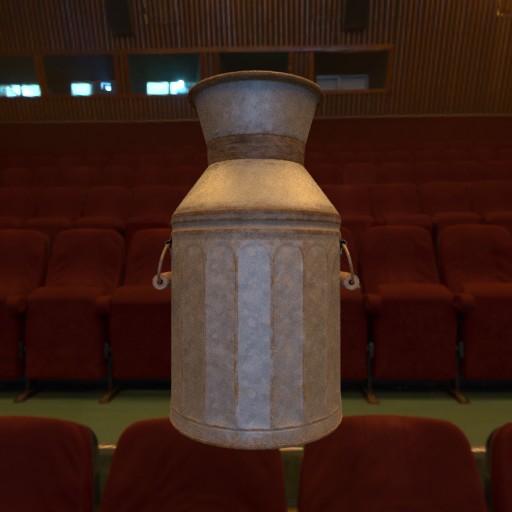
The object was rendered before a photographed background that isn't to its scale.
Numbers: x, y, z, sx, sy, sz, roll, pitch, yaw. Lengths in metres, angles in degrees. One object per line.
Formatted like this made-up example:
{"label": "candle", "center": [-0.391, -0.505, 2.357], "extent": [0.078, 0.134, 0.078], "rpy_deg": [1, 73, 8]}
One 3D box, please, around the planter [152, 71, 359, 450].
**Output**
{"label": "planter", "center": [0.000, 0.000, 0.556], "extent": [0.245, 0.396, 0.214], "rpy_deg": [0, 0, 1]}
